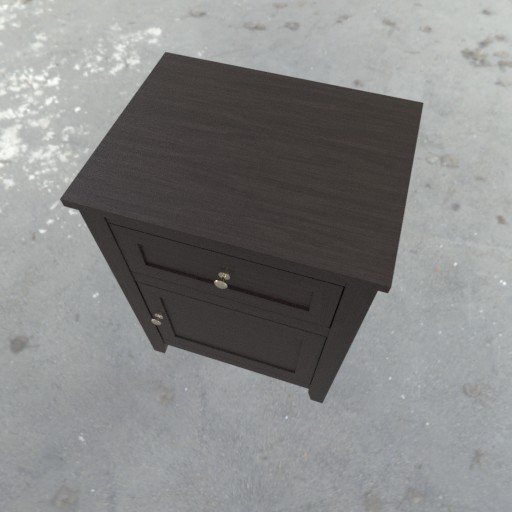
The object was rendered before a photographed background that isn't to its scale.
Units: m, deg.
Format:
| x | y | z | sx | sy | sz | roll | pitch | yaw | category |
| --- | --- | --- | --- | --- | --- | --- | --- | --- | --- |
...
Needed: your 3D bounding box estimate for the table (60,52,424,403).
| x | y | z | sx | sy | sz | roll | pitch | yaw | category |
| --- | --- | --- | --- | --- | --- | --- | --- | --- | --- |
| 0.000 | 0.000 | 0.966 | 0.480 | 0.635 | 0.381 | 15 | 59 | 9 | table |
